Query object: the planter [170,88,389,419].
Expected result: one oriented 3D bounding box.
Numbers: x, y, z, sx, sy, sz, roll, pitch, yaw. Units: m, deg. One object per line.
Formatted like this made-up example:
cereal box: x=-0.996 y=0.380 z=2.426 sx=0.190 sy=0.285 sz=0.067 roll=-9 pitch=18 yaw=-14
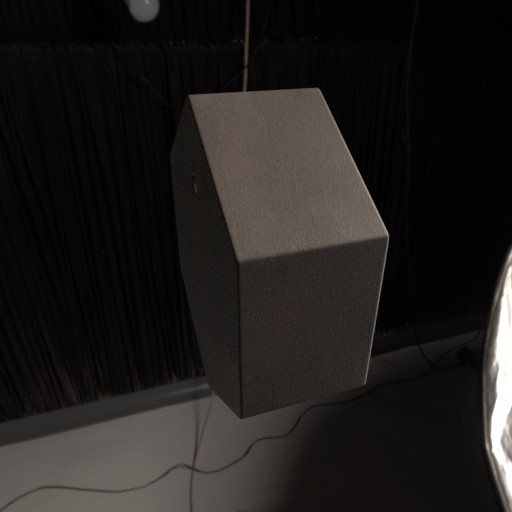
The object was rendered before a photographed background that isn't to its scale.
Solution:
planter: x=0.000 y=0.000 z=0.293 sx=0.077 sy=0.206 sz=0.169 roll=-10 pitch=30 yaw=-17
